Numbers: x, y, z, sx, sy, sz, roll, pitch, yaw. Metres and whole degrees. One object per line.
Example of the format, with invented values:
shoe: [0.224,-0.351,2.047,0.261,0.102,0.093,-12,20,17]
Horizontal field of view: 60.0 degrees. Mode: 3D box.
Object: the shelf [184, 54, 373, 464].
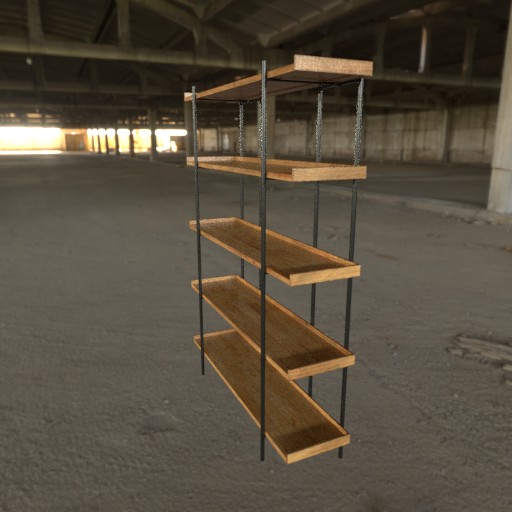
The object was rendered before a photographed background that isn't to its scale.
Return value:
shelf: [0.000,0.000,2.434,0.379,1.826,1.371,-7,16,-24]
